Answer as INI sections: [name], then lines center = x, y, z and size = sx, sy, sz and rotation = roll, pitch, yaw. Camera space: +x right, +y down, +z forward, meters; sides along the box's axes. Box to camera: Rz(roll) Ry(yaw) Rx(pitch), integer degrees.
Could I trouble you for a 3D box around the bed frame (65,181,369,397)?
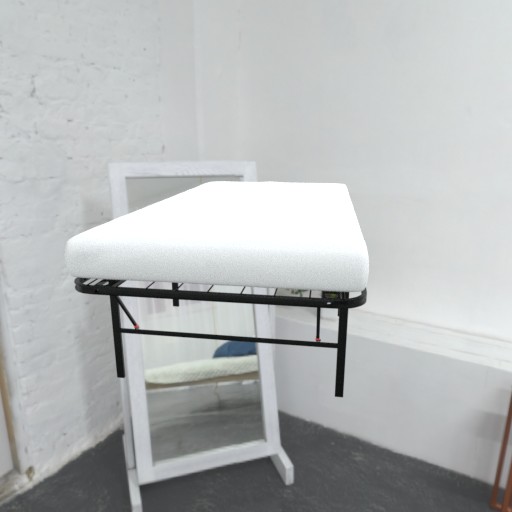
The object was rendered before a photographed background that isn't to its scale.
[bed frame]
center = 0.000, 0.000, 2.322
size = 0.989, 0.619, 1.903
rotation = 2, 16, 9
